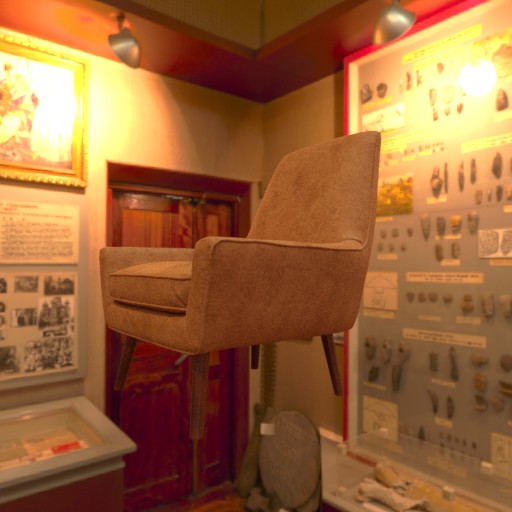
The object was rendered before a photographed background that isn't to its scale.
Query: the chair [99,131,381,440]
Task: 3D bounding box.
[{"bbox_3d":[0.000,0.000,1.492,0.851,0.883,0.753,1,-2,-37],"label":"chair"}]
